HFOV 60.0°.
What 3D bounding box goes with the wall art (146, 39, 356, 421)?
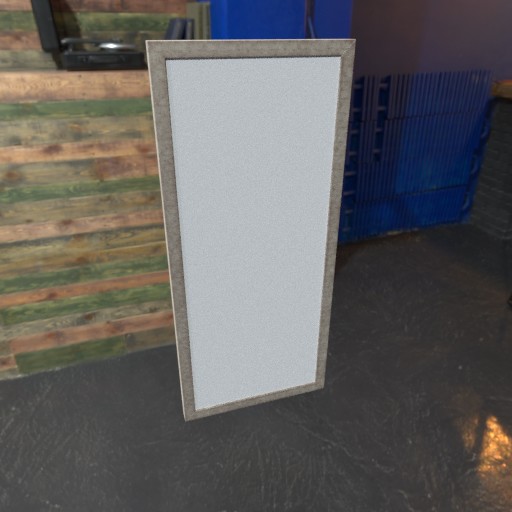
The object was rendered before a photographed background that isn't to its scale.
[{"bbox_3d":[0.000,0.000,1.666,0.648,1.461,0.051,-8,28,-16],"label":"wall art"}]
